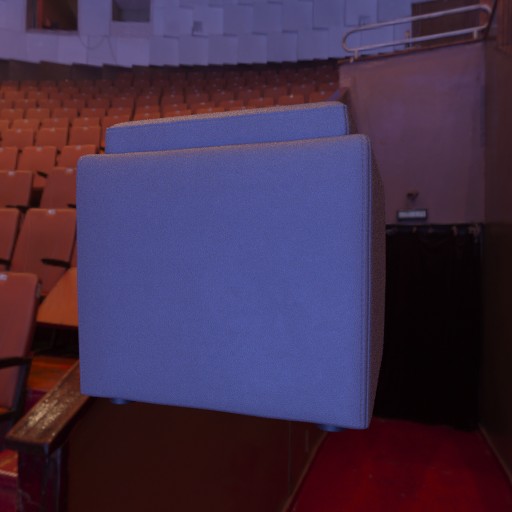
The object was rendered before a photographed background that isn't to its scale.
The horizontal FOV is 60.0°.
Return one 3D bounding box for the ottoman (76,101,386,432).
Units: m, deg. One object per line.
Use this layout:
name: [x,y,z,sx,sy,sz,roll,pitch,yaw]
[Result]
ottoman: [0.000,0.000,0.819,0.450,0.460,0.451,0,1,18]
